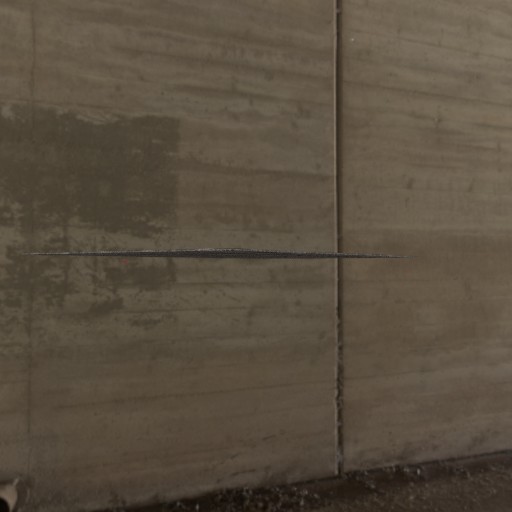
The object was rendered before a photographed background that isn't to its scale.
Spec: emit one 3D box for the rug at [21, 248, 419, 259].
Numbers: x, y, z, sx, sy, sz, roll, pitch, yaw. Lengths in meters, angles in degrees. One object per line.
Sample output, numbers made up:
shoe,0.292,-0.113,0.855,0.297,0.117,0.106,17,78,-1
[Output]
rug,0.000,0.000,3.028,1.520,0.015,2.434,-1,-1,35
